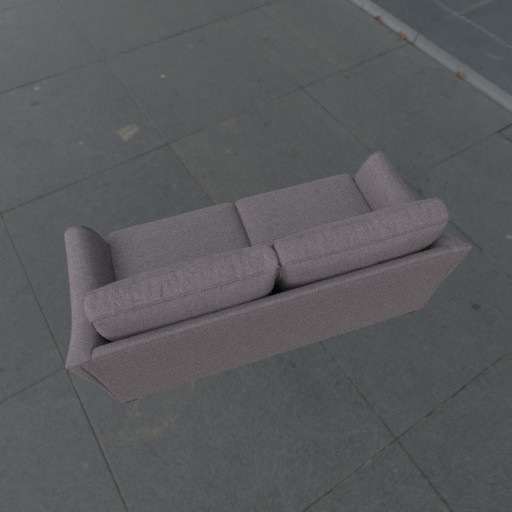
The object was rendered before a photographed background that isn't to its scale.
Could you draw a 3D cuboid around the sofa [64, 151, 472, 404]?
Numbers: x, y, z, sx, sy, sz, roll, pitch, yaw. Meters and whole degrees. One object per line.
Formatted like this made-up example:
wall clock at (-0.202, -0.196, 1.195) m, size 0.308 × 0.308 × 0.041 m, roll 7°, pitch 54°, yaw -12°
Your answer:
sofa at (0.000, 0.000, 2.749) m, size 2.203 × 0.976 × 1.013 m, roll -15°, pitch 59°, yaw -10°
